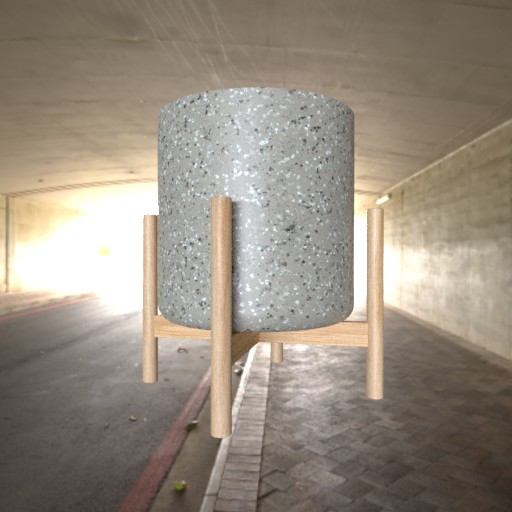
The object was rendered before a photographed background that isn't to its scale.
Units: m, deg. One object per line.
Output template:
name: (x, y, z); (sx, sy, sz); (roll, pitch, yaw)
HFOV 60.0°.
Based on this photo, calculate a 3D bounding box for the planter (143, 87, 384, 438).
planter: (0.000, 0.000, 0.699); (0.360, 0.419, 0.360); (0, 0, 36)
